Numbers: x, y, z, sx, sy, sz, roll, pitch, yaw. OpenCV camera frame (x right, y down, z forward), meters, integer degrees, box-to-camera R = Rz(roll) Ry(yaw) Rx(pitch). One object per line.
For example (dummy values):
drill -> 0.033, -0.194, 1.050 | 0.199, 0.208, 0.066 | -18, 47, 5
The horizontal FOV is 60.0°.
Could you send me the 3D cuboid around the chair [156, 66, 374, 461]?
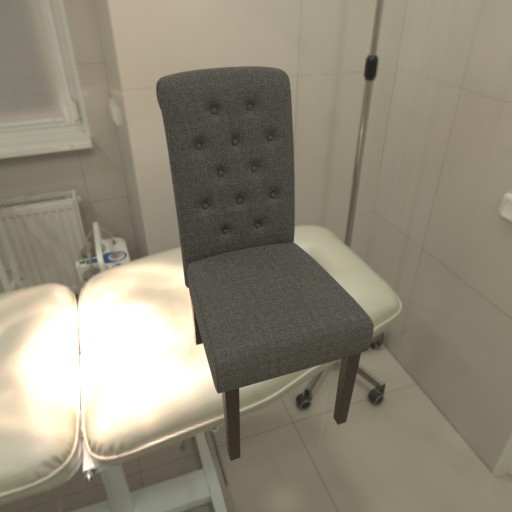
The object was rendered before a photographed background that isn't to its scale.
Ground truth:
chair -> 0.000, 0.000, 1.384 | 0.456, 1.006, 0.671 | -11, 35, -17
